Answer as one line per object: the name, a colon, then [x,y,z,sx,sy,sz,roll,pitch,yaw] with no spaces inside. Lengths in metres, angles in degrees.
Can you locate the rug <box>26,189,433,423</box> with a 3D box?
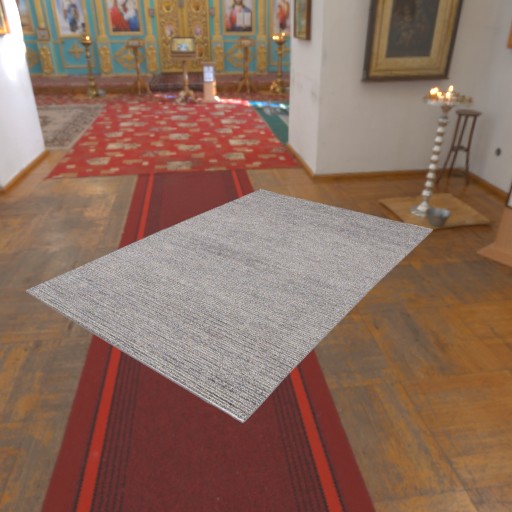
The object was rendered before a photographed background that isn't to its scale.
rug: [0.000,0.000,2.939,1.604,0.030,2.307,19,33,32]
